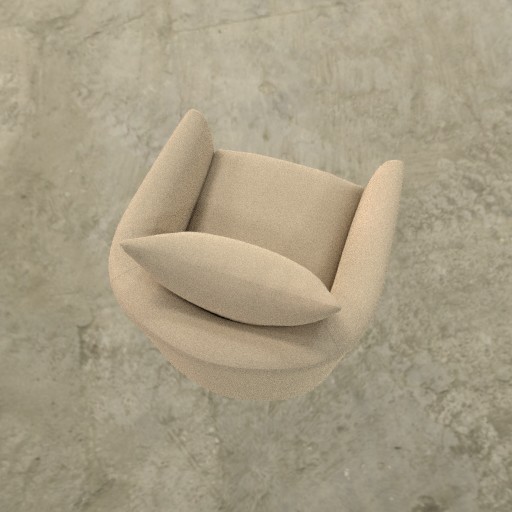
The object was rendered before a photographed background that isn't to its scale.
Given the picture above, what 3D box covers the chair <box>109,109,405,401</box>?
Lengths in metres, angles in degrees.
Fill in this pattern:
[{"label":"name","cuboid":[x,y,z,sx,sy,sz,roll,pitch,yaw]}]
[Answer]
[{"label":"chair","cuboid":[0.000,0.000,1.573,0.845,0.848,0.910,16,65,8]}]
